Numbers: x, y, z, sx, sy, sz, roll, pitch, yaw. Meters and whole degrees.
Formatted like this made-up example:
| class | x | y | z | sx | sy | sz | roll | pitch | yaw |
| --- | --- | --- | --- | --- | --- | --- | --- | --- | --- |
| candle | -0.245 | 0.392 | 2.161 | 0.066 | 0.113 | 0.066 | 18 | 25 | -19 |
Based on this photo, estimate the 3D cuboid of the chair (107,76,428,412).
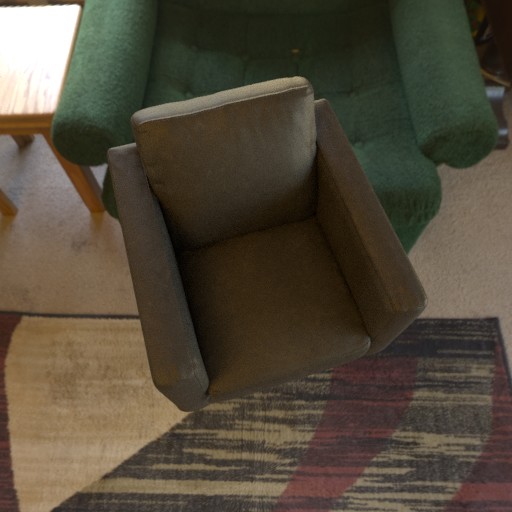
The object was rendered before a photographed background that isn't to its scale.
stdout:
| class | x | y | z | sx | sy | sz | roll | pitch | yaw |
| --- | --- | --- | --- | --- | --- | --- | --- | --- | --- |
| chair | 0.000 | 0.000 | 1.599 | 0.831 | 0.898 | 0.879 | -15 | 65 | -8 |
